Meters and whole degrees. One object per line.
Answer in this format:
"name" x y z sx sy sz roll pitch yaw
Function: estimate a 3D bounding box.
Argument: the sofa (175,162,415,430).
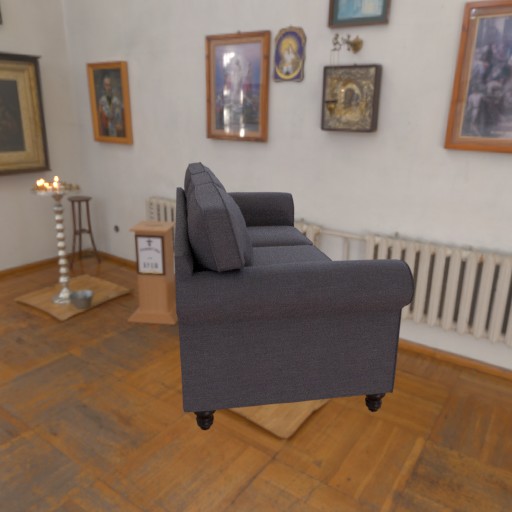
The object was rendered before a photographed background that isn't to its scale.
"sofa" 0.000 0.000 2.620 0.909 0.966 2.084 -3 16 -9
